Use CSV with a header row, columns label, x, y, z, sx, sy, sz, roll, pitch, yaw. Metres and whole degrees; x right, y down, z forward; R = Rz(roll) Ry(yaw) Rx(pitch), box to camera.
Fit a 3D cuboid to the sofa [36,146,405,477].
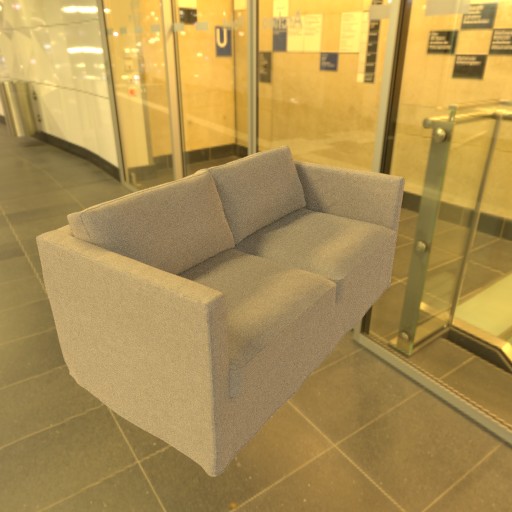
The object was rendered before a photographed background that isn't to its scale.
label,x,y,z,sx,sy,sz,roll,pitch,yaw
sofa,0.000,0.000,2.275,0.956,0.828,1.766,17,30,32
